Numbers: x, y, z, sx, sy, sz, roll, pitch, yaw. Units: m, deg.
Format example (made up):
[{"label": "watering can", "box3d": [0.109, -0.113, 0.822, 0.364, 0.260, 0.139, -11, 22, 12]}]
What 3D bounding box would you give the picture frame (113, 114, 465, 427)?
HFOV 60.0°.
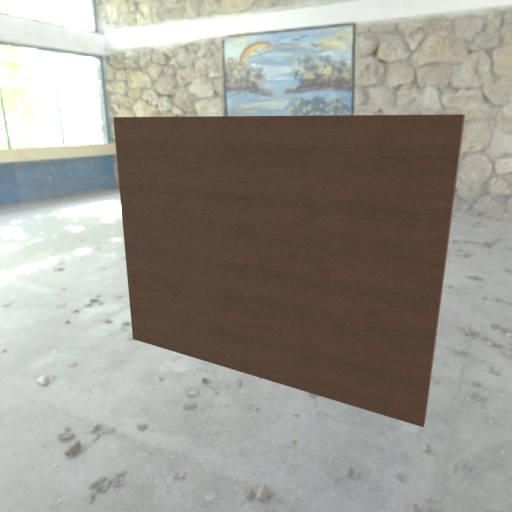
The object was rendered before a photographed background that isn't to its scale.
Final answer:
[{"label": "picture frame", "box3d": [0.000, 0.000, 1.690, 1.329, 1.018, 0.045, 9, 19, 28]}]
